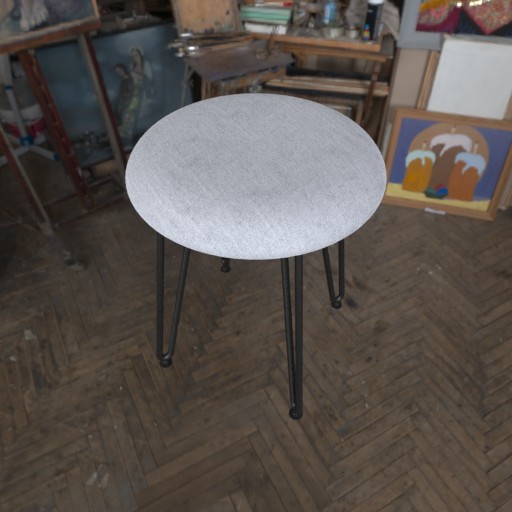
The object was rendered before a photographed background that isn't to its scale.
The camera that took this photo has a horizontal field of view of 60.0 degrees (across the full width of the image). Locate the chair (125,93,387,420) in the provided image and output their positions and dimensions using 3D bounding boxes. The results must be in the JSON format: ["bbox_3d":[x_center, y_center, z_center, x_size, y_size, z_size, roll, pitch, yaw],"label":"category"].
[{"bbox_3d":[0.000,0.000,0.650,0.350,0.386,0.350,-16,48,-15],"label":"chair"}]
